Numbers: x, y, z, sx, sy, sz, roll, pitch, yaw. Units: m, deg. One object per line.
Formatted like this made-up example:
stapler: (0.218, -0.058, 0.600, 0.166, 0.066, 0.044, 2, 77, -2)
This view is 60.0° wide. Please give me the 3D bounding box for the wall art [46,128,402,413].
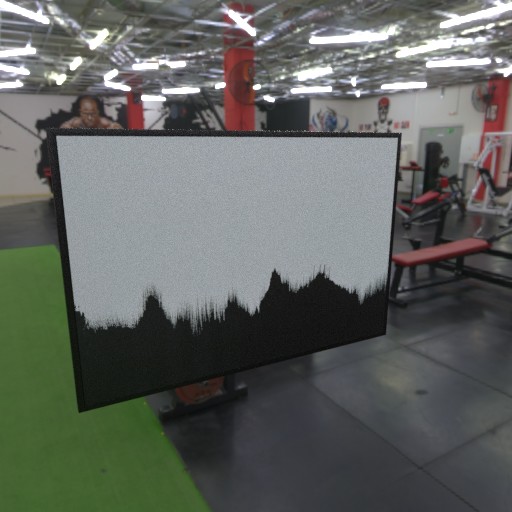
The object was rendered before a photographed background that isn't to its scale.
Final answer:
wall art: (0.000, 0.000, 0.820, 0.659, 0.446, 0.022, -7, 16, -26)
